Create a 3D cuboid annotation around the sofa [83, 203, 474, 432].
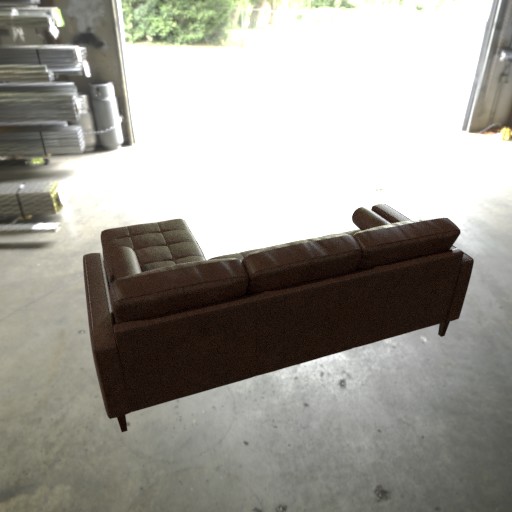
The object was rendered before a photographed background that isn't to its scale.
[{"bbox_3d":[0.000,0.000,2.998,2.185,0.841,1.613,-11,32,-18],"label":"sofa"}]
